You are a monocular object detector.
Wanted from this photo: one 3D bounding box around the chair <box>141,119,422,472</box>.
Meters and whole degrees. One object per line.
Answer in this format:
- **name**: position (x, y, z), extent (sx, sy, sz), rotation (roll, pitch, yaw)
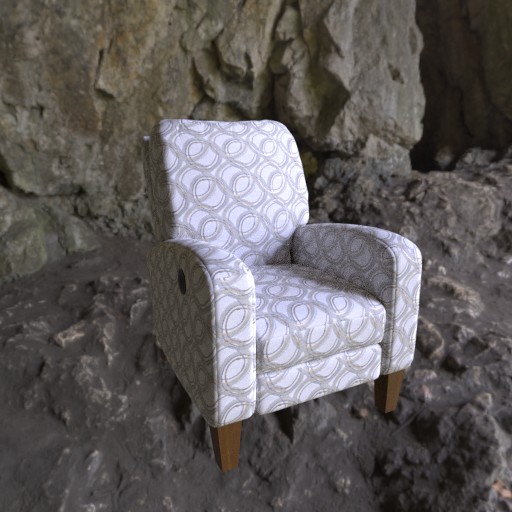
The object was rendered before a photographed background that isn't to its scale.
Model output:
- **chair**: position (0.000, 0.000, 1.766), extent (0.796, 1.065, 0.995), rotation (-8, 17, -26)
